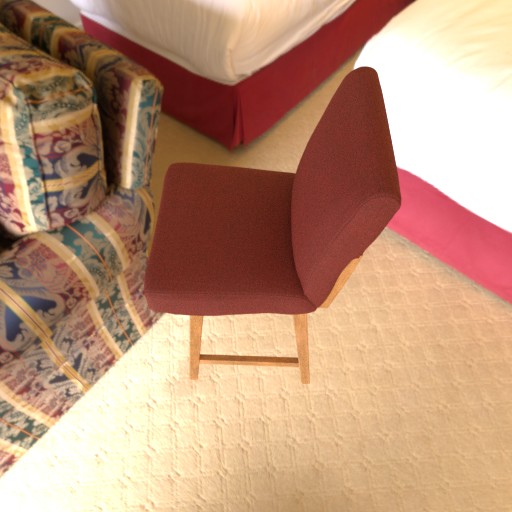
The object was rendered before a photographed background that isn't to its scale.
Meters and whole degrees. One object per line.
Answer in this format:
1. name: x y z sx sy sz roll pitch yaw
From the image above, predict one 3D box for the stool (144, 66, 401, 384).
1. stool: 0.000 0.000 1.339 0.562 1.038 0.468 2 57 1
